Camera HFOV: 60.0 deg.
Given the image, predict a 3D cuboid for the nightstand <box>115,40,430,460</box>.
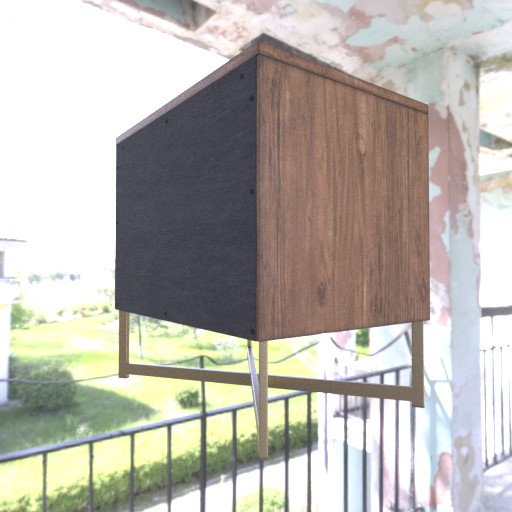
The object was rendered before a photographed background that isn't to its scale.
[{"bbox_3d":[0.000,0.000,1.013,0.446,0.610,0.610,1,-2,-37],"label":"nightstand"}]
